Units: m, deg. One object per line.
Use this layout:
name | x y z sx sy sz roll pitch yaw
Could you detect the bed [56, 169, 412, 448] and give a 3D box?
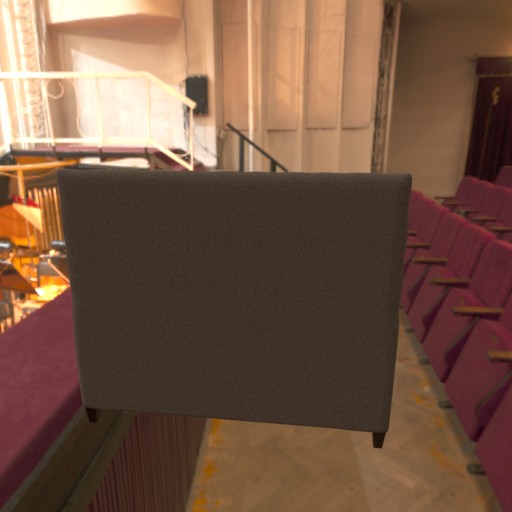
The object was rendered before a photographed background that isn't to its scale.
bed | 0.000 0.000 3.275 1.698 1.427 2.231 2 16 7
